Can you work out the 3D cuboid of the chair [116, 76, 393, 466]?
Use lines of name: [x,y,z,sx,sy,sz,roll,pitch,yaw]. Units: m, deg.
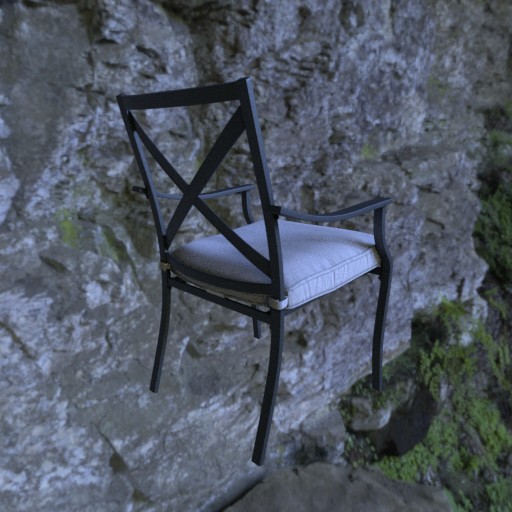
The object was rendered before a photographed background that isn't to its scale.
chair: [0.000,0.000,1.294,0.575,0.889,0.620,14,20,43]
